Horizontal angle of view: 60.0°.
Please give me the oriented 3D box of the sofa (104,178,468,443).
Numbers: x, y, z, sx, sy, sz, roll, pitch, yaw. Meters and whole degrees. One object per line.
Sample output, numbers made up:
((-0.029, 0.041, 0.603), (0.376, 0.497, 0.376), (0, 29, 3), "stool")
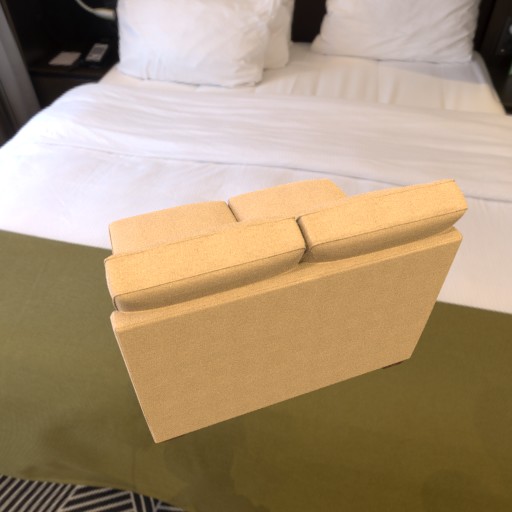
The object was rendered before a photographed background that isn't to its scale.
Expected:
((0.000, 0.000, 1.978), (1.232, 1.006, 0.978), (-14, 45, -14), "sofa")
